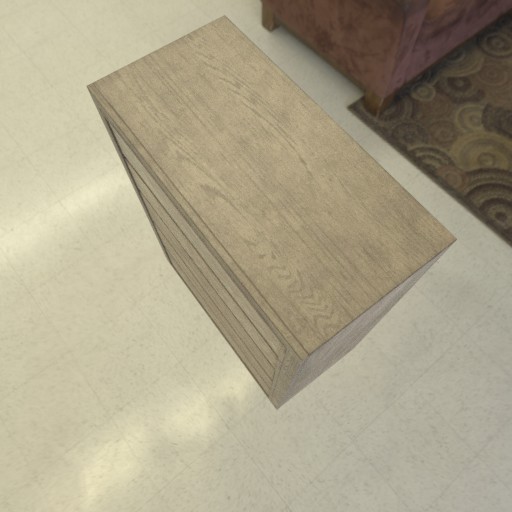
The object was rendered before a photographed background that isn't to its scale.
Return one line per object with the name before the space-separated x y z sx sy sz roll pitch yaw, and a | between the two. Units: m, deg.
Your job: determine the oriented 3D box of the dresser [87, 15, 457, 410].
dresser | 0.000 0.000 1.753 0.483 1.295 0.967 -35 71 -14
